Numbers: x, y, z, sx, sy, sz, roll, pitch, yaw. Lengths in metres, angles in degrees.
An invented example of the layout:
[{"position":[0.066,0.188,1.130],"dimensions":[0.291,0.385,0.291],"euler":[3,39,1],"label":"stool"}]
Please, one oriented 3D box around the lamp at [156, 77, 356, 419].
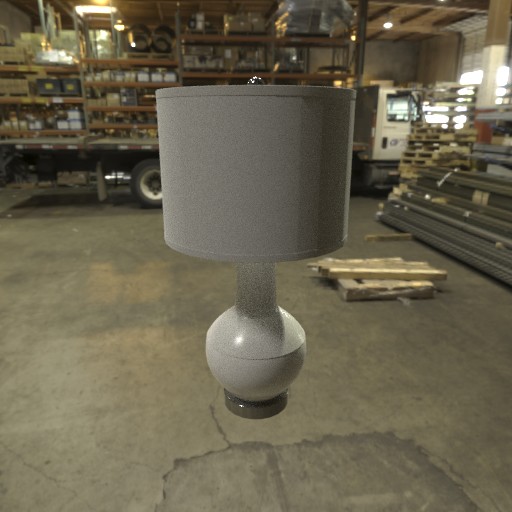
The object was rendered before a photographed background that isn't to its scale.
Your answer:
[{"position":[0.000,0.000,0.894],"dimensions":[0.357,0.673,0.357],"euler":[-3,18,-9],"label":"lamp"}]
